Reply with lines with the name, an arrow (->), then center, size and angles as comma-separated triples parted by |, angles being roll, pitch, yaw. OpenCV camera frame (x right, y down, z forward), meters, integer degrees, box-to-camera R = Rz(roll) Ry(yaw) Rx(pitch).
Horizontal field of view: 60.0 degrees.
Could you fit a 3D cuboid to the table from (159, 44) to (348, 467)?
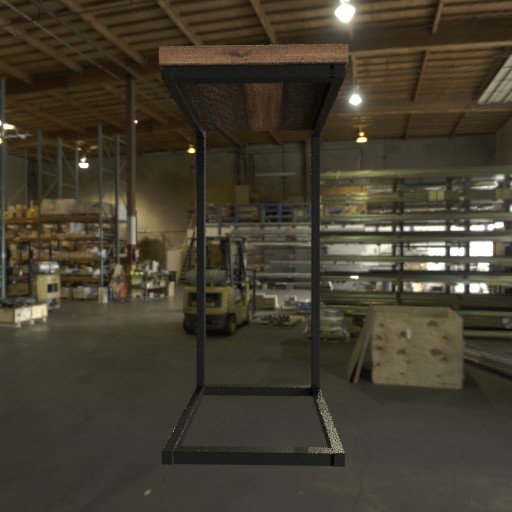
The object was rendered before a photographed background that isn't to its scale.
table -> 0.000, 0.000, 0.959 | 0.323, 0.718, 0.414 | 0, 0, 2
